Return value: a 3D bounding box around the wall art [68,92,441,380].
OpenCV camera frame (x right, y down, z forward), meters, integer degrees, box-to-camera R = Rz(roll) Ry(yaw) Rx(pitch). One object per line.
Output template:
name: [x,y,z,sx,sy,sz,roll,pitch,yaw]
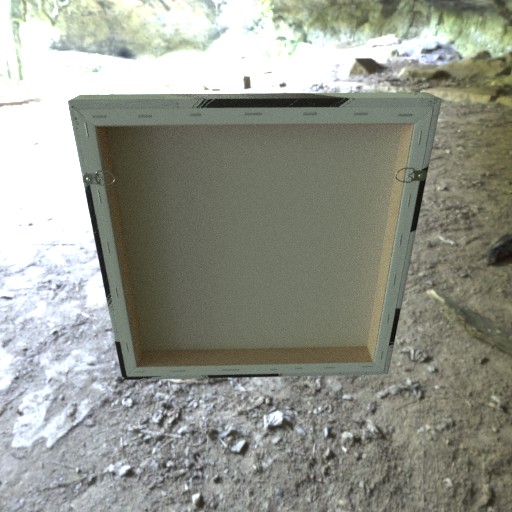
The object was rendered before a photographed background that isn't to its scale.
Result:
wall art: [0.000,0.000,0.738,0.507,0.508,0.050,-1,29,-1]
